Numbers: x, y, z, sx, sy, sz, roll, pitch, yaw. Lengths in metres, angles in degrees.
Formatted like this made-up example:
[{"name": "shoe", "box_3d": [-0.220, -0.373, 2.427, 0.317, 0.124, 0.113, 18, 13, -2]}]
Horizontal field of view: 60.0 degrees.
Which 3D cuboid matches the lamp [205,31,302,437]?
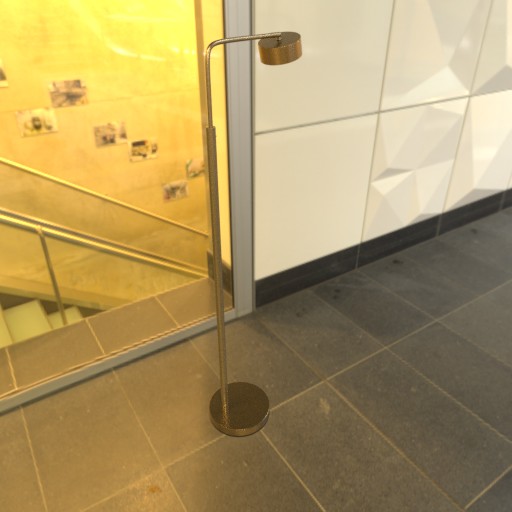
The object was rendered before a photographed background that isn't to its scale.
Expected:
[{"name": "lamp", "box_3d": [0.000, 0.000, 1.379, 0.219, 1.230, 0.418, 21, 36, 31]}]
